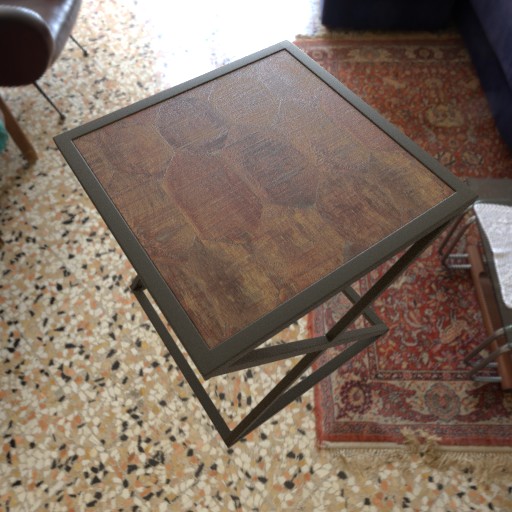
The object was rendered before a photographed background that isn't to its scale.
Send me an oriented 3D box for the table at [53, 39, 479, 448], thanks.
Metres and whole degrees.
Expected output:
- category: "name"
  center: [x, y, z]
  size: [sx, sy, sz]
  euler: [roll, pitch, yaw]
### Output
- category: "table"
  center: [0.000, 0.000, 0.961]
  size: [0.500, 0.565, 0.500]
  euler: [-30, 63, -17]
